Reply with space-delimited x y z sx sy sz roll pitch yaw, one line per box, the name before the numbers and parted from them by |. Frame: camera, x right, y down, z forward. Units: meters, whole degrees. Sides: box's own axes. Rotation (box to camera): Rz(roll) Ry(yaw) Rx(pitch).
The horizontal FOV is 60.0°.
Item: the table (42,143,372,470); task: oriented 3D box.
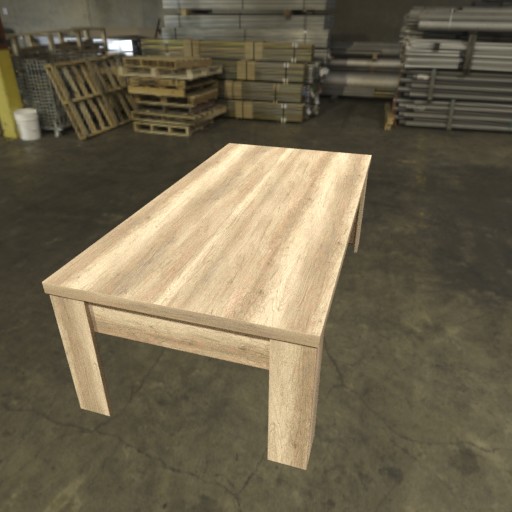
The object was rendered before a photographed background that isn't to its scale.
table | 0.000 0.000 1.689 0.700 0.460 1.350 9 31 15
